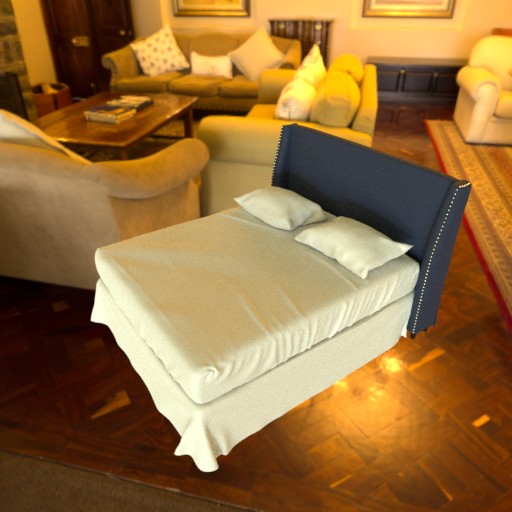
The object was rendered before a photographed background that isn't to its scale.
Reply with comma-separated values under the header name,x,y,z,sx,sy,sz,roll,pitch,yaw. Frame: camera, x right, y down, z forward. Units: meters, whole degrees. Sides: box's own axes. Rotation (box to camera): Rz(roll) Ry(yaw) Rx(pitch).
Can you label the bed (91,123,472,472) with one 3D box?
name,x,y,z,sx,sy,sz,roll,pitch,yaw
bed,0.000,0.000,3.423,2.276,1.332,1.925,-21,37,-30
